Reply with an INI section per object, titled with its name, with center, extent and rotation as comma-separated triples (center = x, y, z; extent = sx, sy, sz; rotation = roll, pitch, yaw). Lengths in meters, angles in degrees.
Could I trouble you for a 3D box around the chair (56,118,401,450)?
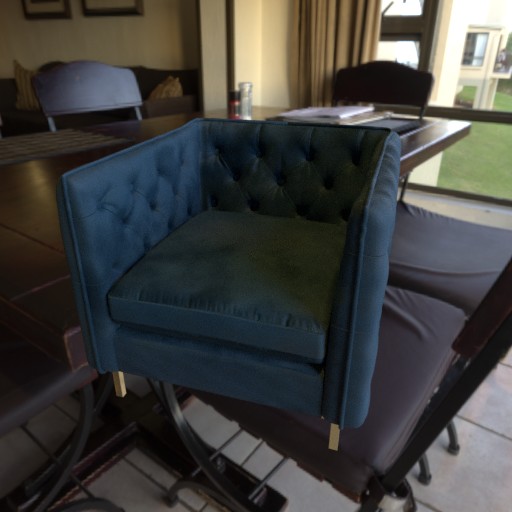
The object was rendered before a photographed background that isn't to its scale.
[chair]
center = 0.000, 0.000, 1.518
extent = 0.868, 0.771, 0.877
rotation = 8, 27, 16
